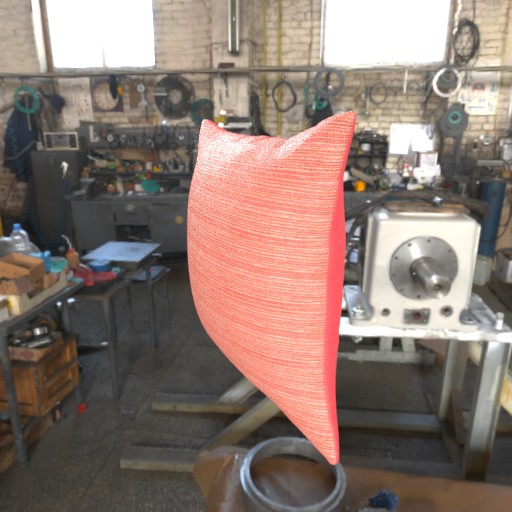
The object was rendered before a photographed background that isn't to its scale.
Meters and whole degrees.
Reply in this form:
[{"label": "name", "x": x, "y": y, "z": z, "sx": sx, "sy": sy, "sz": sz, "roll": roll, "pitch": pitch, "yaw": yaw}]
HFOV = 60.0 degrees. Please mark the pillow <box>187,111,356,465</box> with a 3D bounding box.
[{"label": "pillow", "x": 0.000, "y": 0.000, "z": 0.826, "sx": 0.229, "sy": 0.501, "sz": 0.559, "roll": -8, "pitch": 18, "yaw": -24}]
